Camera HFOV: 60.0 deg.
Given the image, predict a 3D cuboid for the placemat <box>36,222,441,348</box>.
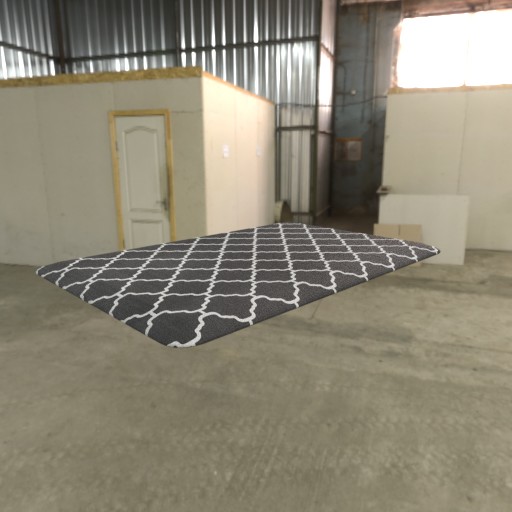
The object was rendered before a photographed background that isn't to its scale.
[{"bbox_3d":[0.000,0.000,0.962,0.762,0.021,0.508,-13,19,-43],"label":"placemat"}]
